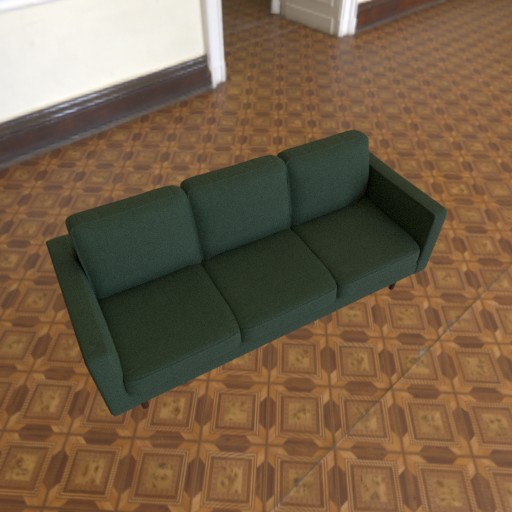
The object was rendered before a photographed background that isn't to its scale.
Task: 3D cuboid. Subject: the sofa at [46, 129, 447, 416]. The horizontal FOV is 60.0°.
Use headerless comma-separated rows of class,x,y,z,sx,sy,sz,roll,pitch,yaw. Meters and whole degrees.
sofa,0.000,0.000,2.542,2.029,0.899,0.879,-22,49,-20
